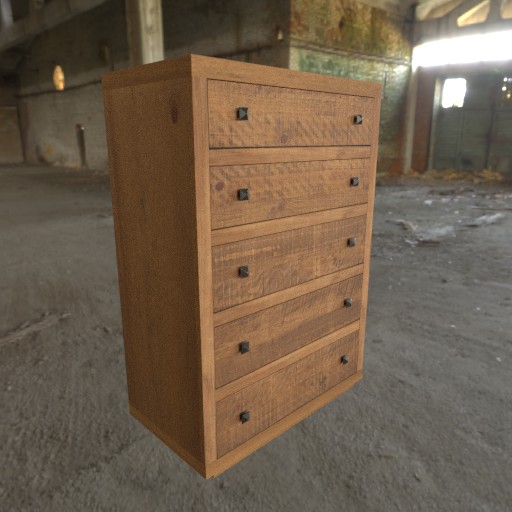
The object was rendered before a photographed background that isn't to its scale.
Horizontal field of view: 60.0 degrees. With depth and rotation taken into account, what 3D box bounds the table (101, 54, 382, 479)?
[{"bbox_3d":[0.000,0.000,1.732,0.901,1.294,0.524,-14,20,-42],"label":"table"}]
